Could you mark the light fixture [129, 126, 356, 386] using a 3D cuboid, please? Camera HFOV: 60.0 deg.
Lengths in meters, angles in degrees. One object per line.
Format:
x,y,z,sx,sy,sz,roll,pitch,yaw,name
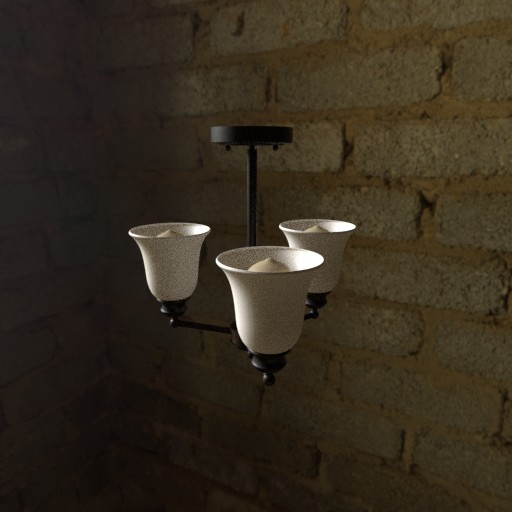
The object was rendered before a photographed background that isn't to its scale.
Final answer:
0.000,0.000,0.660,0.388,0.370,0.354,-2,14,-9,light fixture
